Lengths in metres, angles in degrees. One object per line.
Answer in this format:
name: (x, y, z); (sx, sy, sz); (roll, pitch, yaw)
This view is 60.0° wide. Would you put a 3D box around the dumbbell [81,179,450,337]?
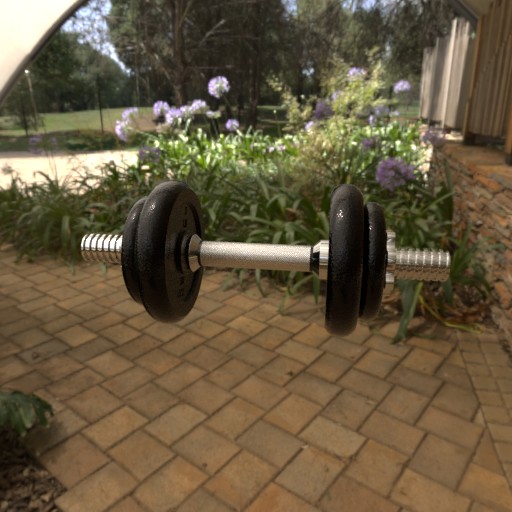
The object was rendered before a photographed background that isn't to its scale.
dumbbell: (0.000, 0.000, 0.609); (0.497, 0.202, 0.202); (3, 18, 9)
